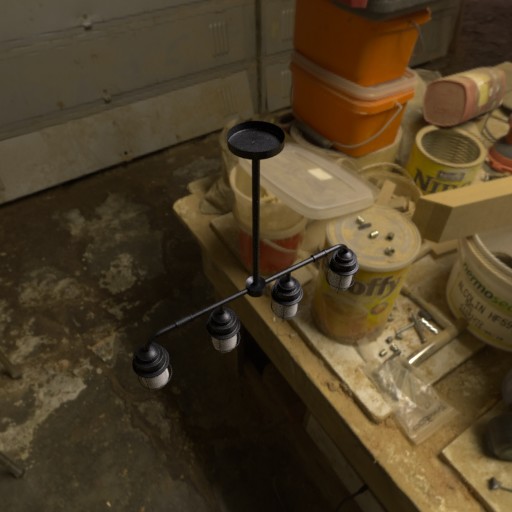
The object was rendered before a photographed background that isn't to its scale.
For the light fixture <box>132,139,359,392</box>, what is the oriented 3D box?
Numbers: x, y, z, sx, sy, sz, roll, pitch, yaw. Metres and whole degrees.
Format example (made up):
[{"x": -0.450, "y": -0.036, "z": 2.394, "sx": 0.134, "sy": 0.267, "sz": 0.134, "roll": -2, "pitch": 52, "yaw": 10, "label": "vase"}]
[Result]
[{"x": 0.000, "y": 0.000, "z": 1.282, "sx": 0.852, "sy": 0.785, "sz": 0.131, "roll": -24, "pitch": 51, "yaw": -22, "label": "light fixture"}]
